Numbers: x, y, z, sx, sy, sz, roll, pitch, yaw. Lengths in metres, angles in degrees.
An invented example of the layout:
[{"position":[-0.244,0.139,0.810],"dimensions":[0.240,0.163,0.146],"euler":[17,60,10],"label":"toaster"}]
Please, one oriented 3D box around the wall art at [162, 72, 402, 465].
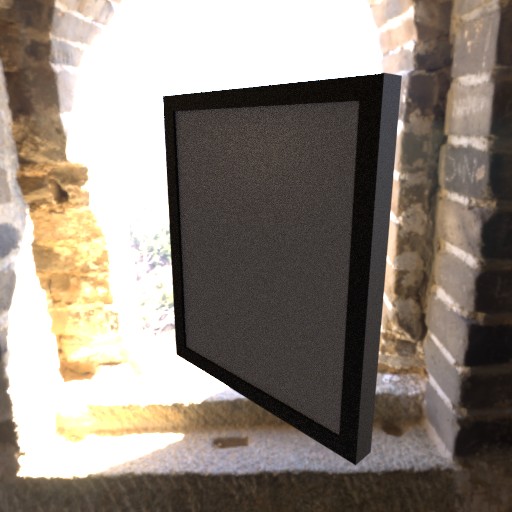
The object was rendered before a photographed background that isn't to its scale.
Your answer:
[{"position":[0.000,0.000,0.535],"dimensions":[0.029,0.381,0.330],"euler":[-14,21,-42],"label":"wall art"}]
